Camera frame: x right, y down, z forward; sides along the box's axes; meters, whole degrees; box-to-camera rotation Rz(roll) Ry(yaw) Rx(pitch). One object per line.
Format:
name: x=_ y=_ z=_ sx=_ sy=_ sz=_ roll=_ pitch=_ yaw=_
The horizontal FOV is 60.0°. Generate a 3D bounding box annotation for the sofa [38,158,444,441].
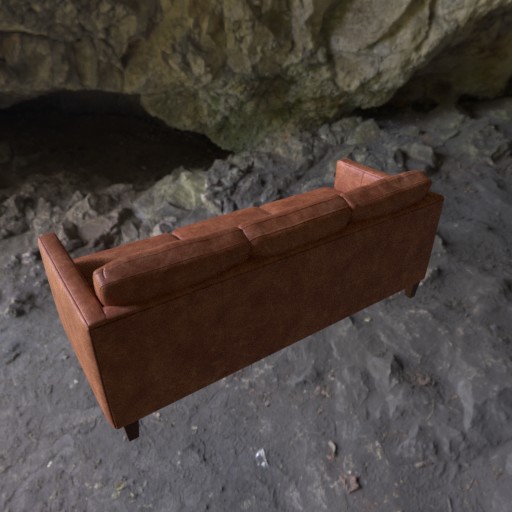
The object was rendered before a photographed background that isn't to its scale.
sofa: x=0.000 y=0.000 z=2.970 sx=2.464 sy=1.006 sz=1.045 roll=-19 pitch=36 yaw=-29
